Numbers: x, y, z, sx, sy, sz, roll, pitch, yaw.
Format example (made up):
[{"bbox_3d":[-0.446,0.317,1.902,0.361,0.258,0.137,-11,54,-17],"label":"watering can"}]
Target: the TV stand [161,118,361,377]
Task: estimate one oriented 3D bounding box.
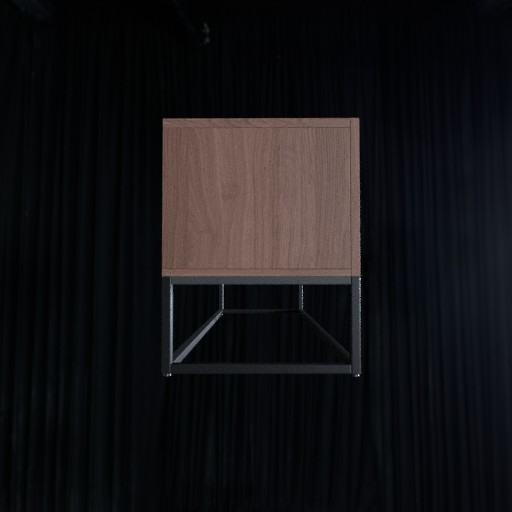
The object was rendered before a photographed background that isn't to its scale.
[{"bbox_3d":[0.000,0.000,1.455,0.415,0.500,1.200,0,-2,1],"label":"TV stand"}]
